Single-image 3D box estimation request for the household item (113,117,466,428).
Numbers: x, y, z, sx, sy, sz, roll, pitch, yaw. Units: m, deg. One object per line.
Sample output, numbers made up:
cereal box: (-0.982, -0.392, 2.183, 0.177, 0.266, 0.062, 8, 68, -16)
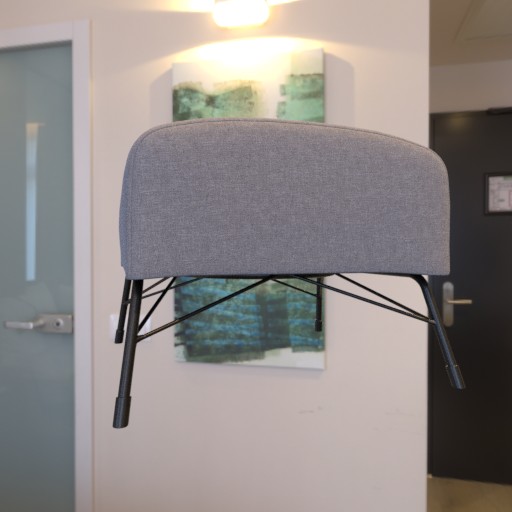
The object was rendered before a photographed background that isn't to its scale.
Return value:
household item: (0.000, 0.000, 0.864, 0.530, 0.410, 0.530, 0, 1, -17)
